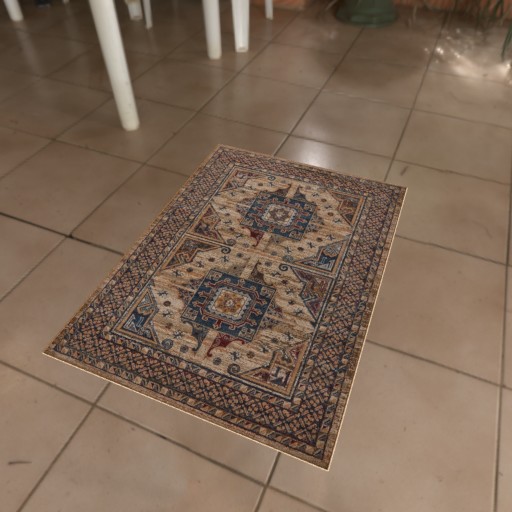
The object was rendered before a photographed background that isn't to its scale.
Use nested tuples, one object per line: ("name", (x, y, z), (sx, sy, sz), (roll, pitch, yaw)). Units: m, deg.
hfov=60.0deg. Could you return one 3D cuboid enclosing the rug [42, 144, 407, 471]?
("rug", (0.000, 0.000, 2.911), (1.611, 0.008, 2.227), (16, 49, 15))
